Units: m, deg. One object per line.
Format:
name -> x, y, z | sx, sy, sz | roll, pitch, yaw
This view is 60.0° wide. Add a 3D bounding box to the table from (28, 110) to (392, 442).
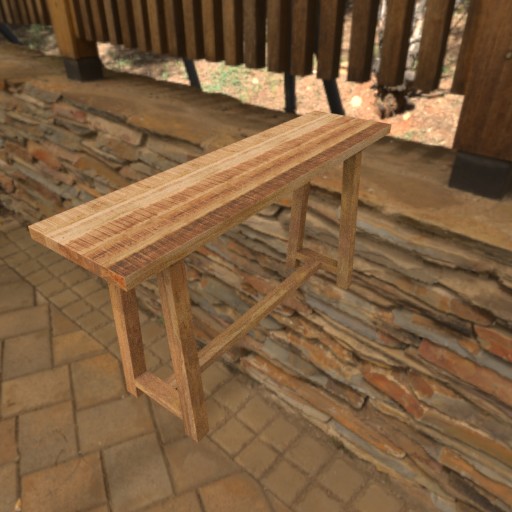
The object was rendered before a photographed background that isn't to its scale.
table -> 0.000, 0.000, 1.833 | 0.405, 0.810, 1.524 | 22, 38, 31
